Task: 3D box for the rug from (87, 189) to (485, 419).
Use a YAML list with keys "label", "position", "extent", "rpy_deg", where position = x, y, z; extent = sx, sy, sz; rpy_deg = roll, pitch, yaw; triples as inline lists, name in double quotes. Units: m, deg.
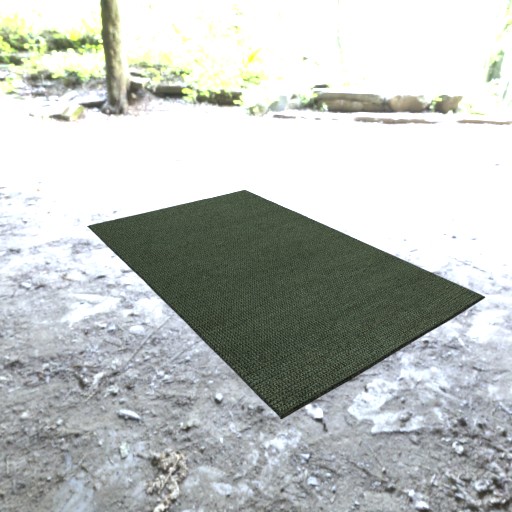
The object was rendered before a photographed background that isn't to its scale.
- label: "rug"
  position: [0.000, 0.000, 3.045]
  extent: [1.538, 0.021, 2.443]
  rpy_deg: [-18, 32, -32]
